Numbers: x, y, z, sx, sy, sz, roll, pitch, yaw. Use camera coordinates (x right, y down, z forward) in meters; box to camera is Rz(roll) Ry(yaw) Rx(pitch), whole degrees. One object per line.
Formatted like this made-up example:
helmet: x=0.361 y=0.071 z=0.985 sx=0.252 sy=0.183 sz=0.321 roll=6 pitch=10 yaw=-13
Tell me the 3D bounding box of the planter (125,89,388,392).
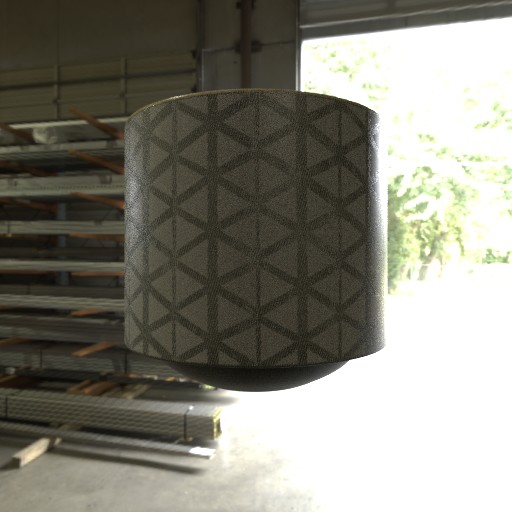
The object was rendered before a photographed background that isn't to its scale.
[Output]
planter: x=0.000 y=0.000 z=0.334 sx=0.190 sy=0.181 sz=0.190 roll=0 pitch=0 yaw=0
